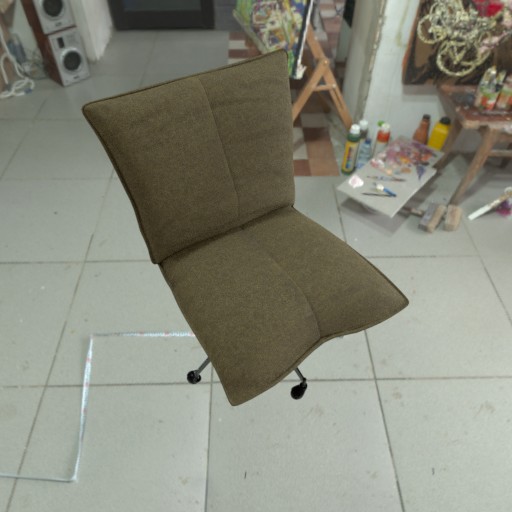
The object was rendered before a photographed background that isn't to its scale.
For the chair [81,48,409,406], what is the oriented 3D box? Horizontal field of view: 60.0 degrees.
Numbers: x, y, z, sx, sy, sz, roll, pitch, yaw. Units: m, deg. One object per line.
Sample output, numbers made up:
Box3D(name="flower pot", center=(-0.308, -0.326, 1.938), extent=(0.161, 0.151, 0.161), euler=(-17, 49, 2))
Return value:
Box3D(name="chair", center=(0.000, 0.000, 1.273), extent=(0.597, 0.811, 0.696), euler=(-24, 52, -20))
